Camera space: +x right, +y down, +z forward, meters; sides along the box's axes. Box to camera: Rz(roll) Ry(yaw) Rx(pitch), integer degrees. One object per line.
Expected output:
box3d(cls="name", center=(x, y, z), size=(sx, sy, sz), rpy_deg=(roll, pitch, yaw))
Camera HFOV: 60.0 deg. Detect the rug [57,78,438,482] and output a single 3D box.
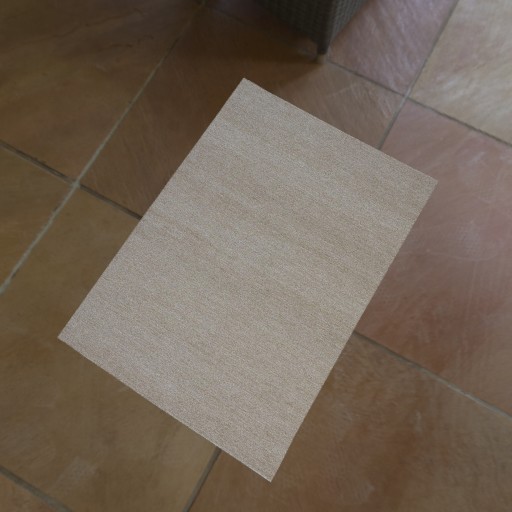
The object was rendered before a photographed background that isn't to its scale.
box3d(cls="rug", center=(0.000, 0.000, 3.751), size=(2.032, 0.038, 2.869), rpy_deg=(31, 78, 8))
